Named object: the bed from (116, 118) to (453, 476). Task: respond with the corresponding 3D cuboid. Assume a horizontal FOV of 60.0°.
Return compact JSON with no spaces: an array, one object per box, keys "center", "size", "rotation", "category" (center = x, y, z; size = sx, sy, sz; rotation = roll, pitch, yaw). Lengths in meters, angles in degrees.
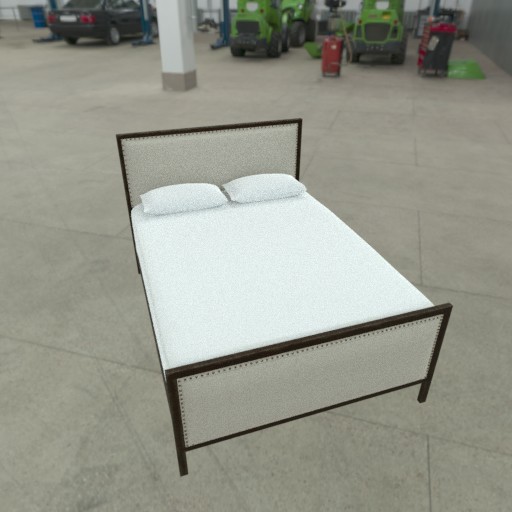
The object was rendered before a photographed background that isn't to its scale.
[{"center":[0.000,0.000,3.192],"size":[1.607,1.313,2.221],"rotation":[-10,32,-16],"category":"bed"}]
